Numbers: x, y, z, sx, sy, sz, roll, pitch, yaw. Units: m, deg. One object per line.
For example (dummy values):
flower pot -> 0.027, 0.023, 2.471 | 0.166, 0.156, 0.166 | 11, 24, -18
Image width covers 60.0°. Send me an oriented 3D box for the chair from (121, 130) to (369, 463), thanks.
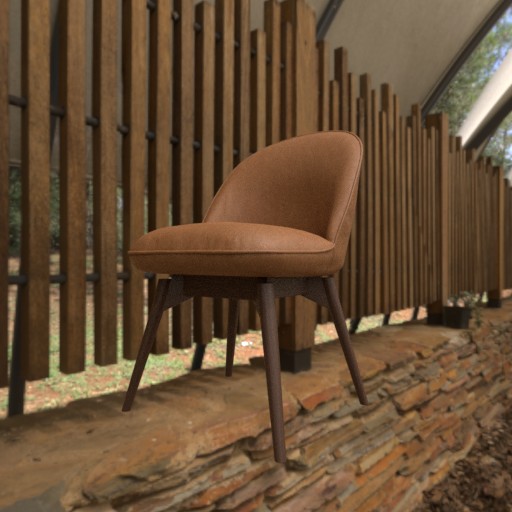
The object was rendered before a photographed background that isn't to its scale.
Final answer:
chair -> 0.000, 0.000, 1.251 | 0.521, 0.831, 0.631 | 0, 0, 36
